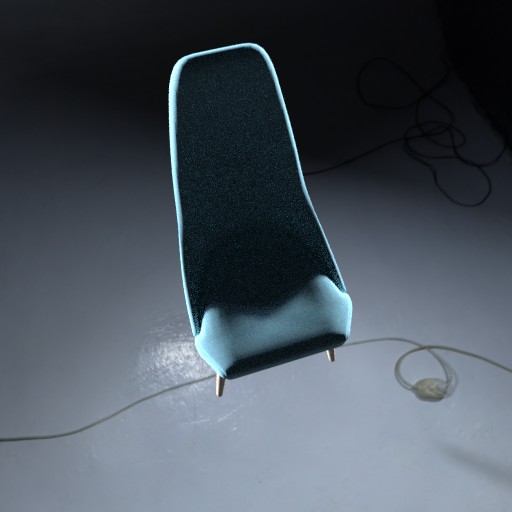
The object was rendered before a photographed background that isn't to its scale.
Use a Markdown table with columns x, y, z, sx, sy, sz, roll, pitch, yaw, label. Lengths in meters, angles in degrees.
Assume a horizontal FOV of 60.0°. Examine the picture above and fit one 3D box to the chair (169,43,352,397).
| x | y | z | sx | sy | sz | roll | pitch | yaw | label |
| --- | --- | --- | --- | --- | --- | --- | --- | --- | --- |
| 0.000 | 0.000 | 1.412 | 0.510 | 1.040 | 0.660 | -15 | 64 | -7 | chair |
